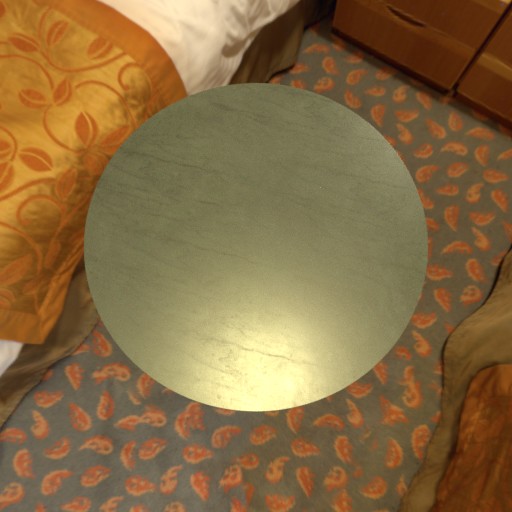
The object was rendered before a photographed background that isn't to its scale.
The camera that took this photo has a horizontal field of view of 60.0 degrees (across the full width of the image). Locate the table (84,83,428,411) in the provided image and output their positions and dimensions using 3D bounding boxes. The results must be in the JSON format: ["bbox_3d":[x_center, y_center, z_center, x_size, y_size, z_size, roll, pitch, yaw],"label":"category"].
[{"bbox_3d":[0.000,0.000,1.252,0.800,0.450,0.800,0,75,0],"label":"table"}]
